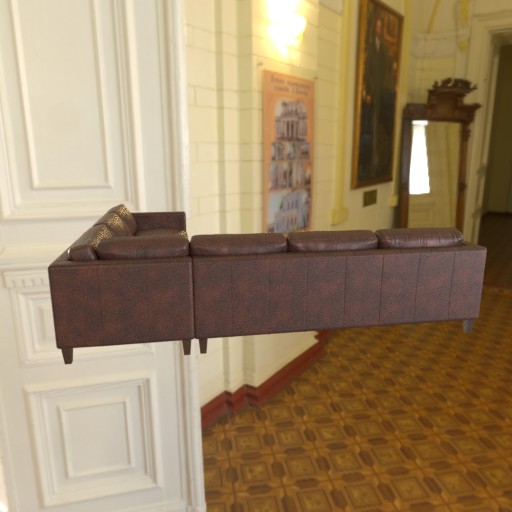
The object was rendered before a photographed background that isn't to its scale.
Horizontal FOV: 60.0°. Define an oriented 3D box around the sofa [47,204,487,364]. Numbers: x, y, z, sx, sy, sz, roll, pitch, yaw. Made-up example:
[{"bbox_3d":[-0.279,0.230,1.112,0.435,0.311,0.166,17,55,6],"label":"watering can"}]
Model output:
[{"bbox_3d":[0.000,0.000,4.313,3.152,0.836,2.438,-2,14,-10],"label":"sofa"}]
